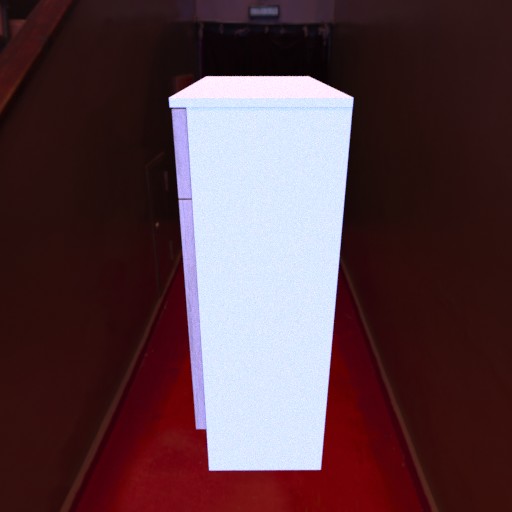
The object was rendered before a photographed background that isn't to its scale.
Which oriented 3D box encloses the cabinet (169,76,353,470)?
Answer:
[{"bbox_3d":[0.000,0.000,1.124,0.296,0.815,0.600,0,25,0],"label":"cabinet"}]
